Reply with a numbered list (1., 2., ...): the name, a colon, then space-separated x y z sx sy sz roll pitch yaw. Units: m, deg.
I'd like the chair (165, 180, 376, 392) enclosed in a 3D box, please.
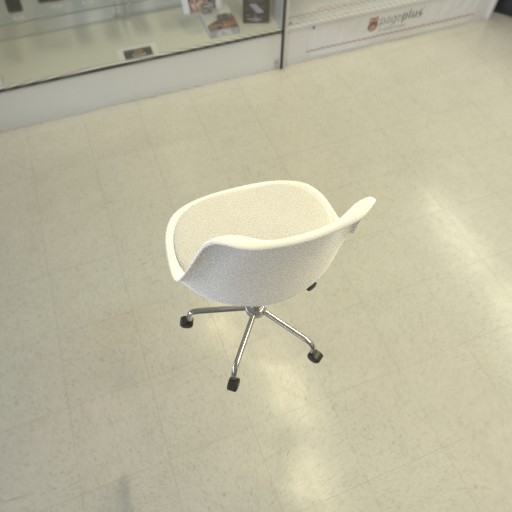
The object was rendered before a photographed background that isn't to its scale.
1. chair: 0.000 0.000 1.280 0.550 0.930 0.550 -15 59 -10
